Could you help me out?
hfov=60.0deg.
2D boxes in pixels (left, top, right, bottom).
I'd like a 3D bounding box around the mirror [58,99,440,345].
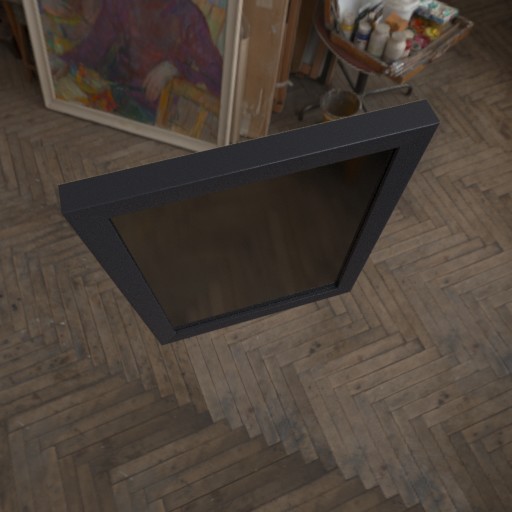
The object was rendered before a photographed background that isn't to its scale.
[{"bbox_3d":[0.000,0.000,0.691,0.405,0.508,0.041,-15,65,-7],"label":"mirror"}]
